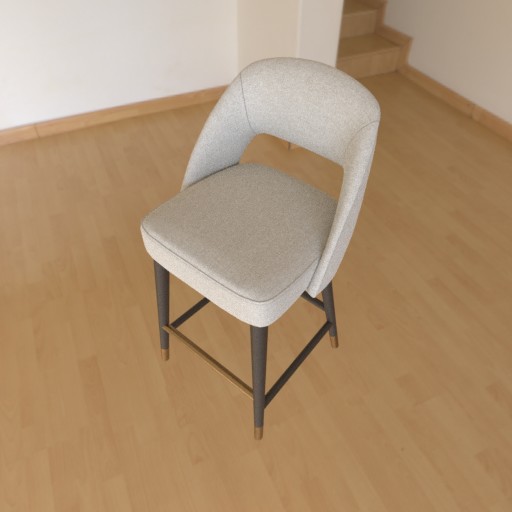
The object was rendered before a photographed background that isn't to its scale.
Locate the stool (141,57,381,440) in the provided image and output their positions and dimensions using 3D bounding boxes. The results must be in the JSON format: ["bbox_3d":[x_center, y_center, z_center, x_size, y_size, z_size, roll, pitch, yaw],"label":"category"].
[{"bbox_3d":[0.000,0.000,1.265,0.494,0.940,0.509,31,53,27],"label":"stool"}]
